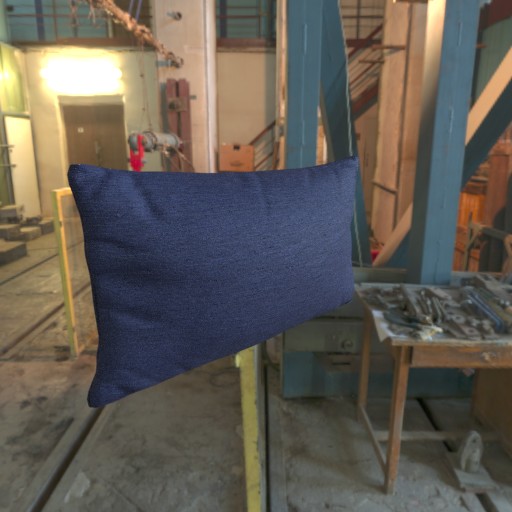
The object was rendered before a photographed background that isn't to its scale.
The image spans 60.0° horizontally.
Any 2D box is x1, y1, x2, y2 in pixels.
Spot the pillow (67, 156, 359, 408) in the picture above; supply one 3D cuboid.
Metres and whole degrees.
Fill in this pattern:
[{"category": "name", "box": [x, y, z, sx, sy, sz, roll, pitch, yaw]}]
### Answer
[{"category": "pillow", "box": [0.000, 0.000, 0.788, 0.633, 0.338, 0.210, -13, 19, -43]}]
